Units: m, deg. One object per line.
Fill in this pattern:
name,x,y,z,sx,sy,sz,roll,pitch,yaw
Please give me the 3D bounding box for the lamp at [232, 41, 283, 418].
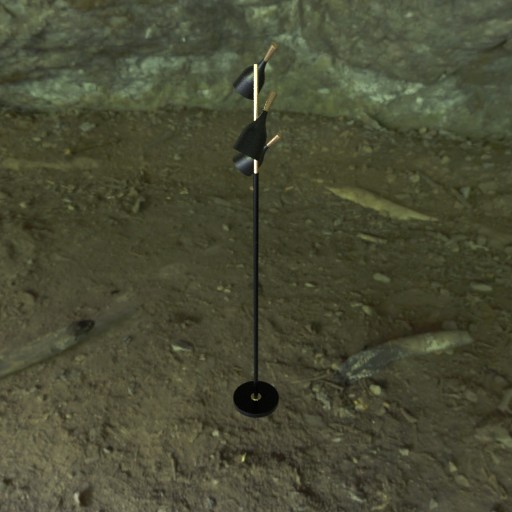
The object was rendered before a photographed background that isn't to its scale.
lamp,0.000,0.000,2.042,0.253,1.778,0.434,0,27,-1
